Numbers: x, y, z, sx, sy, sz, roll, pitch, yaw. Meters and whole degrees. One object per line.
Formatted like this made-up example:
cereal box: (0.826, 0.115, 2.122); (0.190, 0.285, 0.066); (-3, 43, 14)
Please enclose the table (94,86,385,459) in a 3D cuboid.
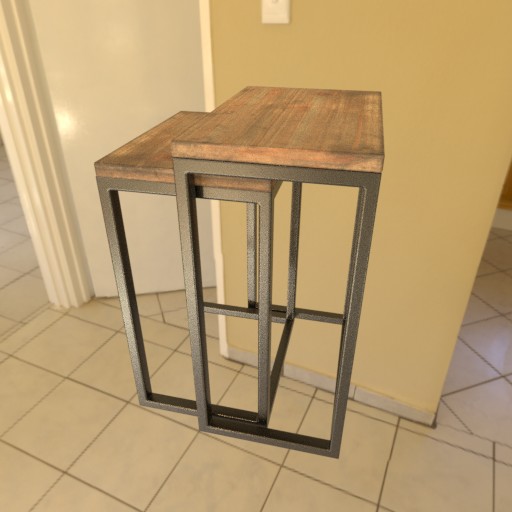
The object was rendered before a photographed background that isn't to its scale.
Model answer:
table: (0.000, 0.000, 0.952); (0.460, 0.615, 0.456); (8, 31, 13)
